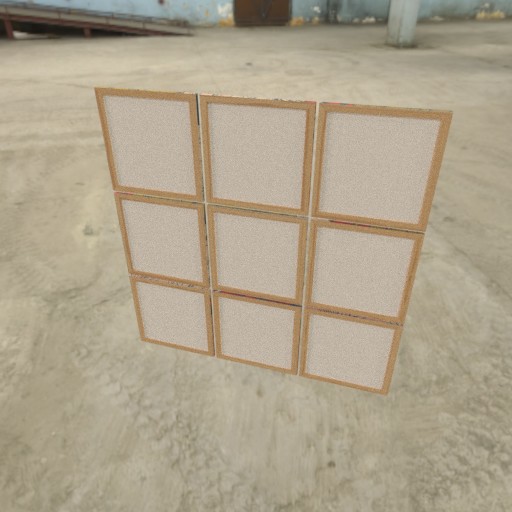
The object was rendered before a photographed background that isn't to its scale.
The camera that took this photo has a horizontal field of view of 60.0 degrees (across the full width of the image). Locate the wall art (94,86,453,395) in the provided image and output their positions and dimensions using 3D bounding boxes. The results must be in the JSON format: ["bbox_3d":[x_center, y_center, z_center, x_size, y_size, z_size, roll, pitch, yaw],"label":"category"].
[{"bbox_3d":[0.000,0.000,1.327,0.904,0.913,0.013,9,33,14],"label":"wall art"}]
